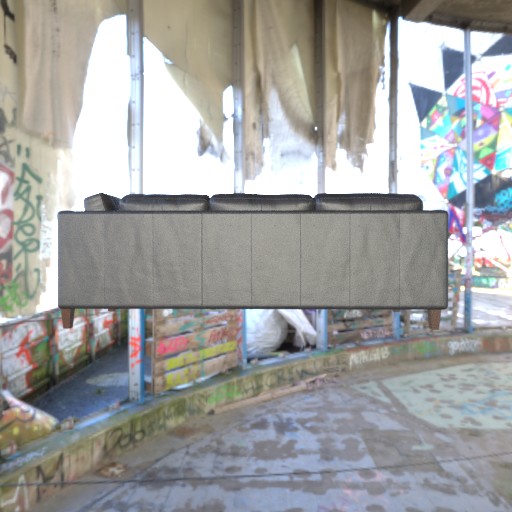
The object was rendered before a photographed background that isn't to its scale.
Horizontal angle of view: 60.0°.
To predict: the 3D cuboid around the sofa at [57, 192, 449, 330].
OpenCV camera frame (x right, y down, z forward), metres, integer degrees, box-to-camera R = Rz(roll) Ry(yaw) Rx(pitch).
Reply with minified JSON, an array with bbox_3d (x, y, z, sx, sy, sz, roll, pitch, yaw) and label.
[{"bbox_3d":[0.000,0.000,4.415,2.452,0.891,3.324,0,1,1],"label":"sofa"}]
